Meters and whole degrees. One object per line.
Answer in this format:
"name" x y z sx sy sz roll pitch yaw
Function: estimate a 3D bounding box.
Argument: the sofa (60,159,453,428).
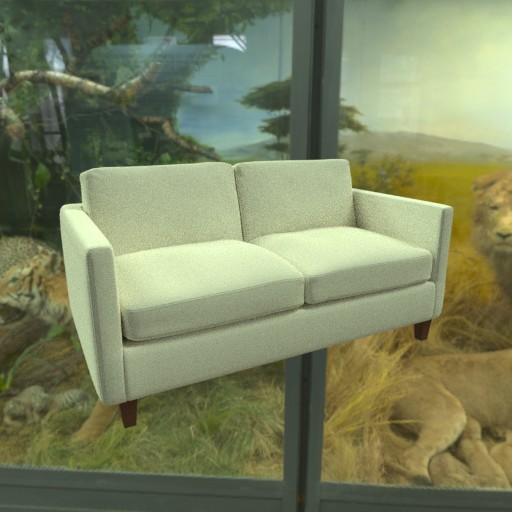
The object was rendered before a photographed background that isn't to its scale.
"sofa" 0.000 0.000 2.201 1.702 0.888 0.964 -8 18 -26
